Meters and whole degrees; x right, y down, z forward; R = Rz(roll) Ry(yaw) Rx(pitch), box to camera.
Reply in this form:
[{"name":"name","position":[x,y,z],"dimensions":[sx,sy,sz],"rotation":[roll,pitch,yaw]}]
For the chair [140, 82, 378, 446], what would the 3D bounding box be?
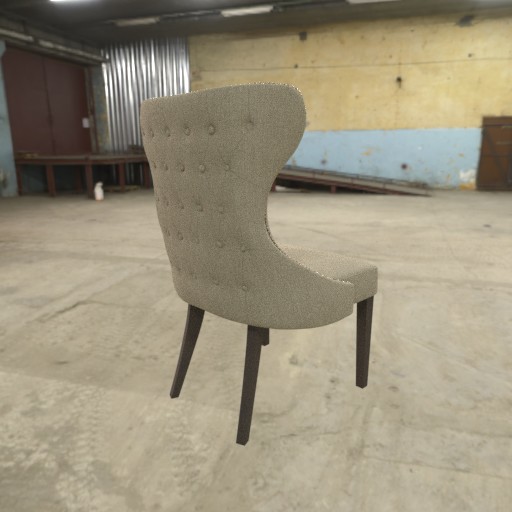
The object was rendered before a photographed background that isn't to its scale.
[{"name":"chair","position":[0.000,0.000,1.429],"dimensions":[0.635,0.967,0.628],"rotation":[-13,19,-43]}]
